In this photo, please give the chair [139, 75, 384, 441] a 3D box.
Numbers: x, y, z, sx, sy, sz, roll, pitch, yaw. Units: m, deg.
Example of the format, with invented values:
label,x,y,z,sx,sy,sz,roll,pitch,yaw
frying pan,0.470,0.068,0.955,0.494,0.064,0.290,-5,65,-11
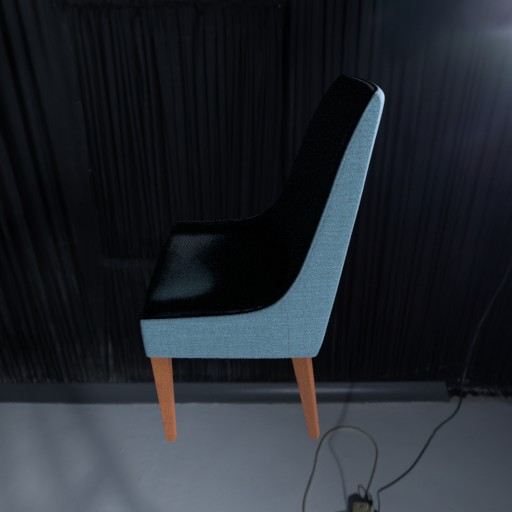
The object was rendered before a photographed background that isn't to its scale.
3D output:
label,x,y,z,sx,sy,sz,roll,pitch,yaw
chair,0.000,0.000,1.172,0.544,0.861,0.529,0,28,-1
